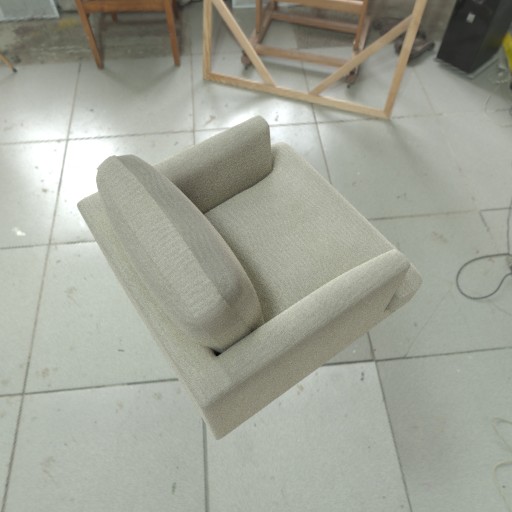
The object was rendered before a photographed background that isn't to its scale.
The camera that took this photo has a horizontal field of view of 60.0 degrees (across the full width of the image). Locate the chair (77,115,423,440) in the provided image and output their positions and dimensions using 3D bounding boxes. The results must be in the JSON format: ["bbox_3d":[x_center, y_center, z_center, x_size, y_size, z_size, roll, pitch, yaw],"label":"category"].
[{"bbox_3d":[0.000,0.000,1.611,0.899,0.957,0.858,-31,63,-17],"label":"chair"}]
